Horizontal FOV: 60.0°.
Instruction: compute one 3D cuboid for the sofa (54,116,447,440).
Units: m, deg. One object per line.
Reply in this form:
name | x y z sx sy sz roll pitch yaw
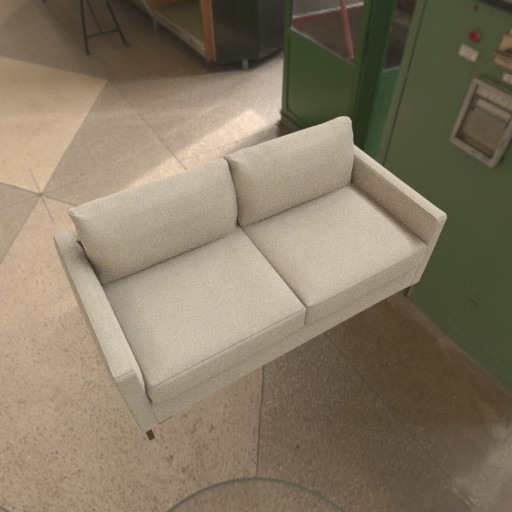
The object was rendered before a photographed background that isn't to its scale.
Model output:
sofa | 0.000 0.000 2.208 1.682 0.840 0.875 -24 52 -20
